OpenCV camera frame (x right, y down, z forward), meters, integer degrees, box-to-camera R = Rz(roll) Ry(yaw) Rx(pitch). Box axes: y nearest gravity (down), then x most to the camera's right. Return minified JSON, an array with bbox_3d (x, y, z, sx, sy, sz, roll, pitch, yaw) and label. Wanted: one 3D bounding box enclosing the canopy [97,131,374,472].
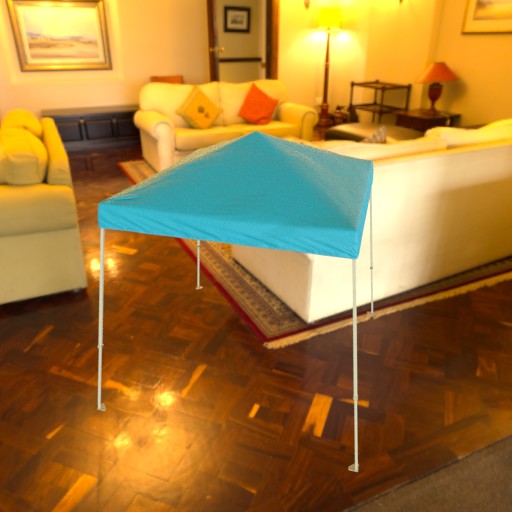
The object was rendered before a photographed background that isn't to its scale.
[{"bbox_3d":[0.000,0.000,5.178,2.850,2.850,2.849,7,27,15],"label":"canopy"}]
